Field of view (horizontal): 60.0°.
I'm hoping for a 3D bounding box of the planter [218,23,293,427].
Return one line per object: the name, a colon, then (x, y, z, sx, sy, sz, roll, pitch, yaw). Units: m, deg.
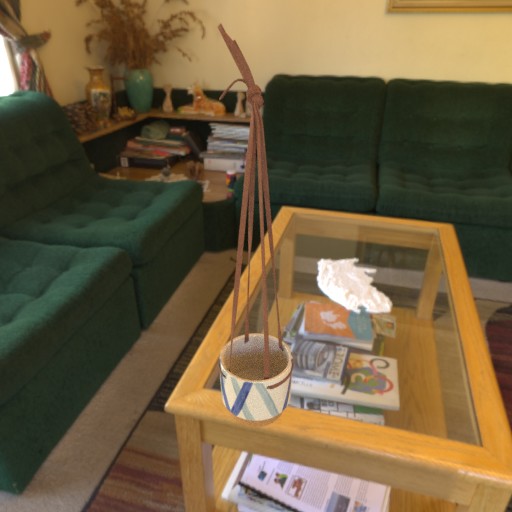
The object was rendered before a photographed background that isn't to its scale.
planter: (0.000, 0.000, 0.811, 0.157, 0.753, 0.153, -1, 28, -2)
